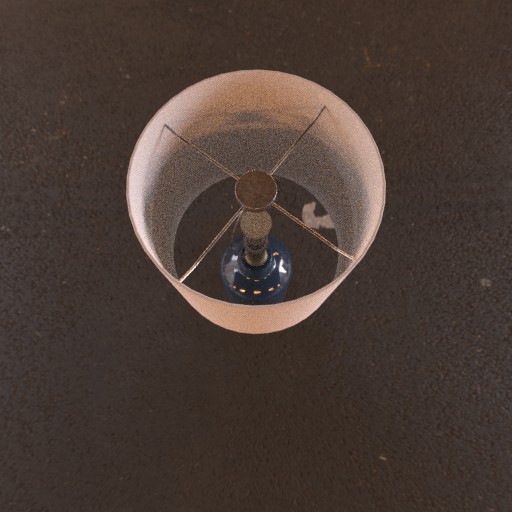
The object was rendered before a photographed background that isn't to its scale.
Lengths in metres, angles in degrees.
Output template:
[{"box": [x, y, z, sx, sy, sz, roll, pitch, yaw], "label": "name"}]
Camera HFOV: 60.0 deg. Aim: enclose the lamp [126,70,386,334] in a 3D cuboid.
[{"box": [0.000, 0.000, 0.575, 0.207, 0.461, 0.207, 37, 78, 9], "label": "lamp"}]
